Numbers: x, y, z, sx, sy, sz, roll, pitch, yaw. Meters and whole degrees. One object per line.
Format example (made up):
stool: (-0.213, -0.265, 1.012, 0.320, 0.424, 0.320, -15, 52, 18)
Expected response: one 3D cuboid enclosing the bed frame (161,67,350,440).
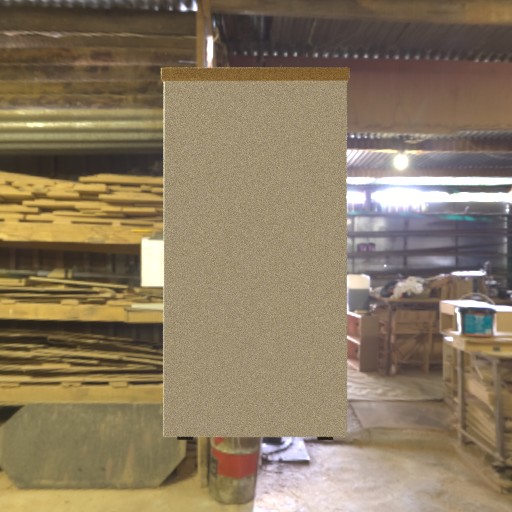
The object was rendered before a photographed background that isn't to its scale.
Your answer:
bed frame: (0.000, 0.000, 1.657, 0.430, 0.850, 1.300, 0, 0, 0)
